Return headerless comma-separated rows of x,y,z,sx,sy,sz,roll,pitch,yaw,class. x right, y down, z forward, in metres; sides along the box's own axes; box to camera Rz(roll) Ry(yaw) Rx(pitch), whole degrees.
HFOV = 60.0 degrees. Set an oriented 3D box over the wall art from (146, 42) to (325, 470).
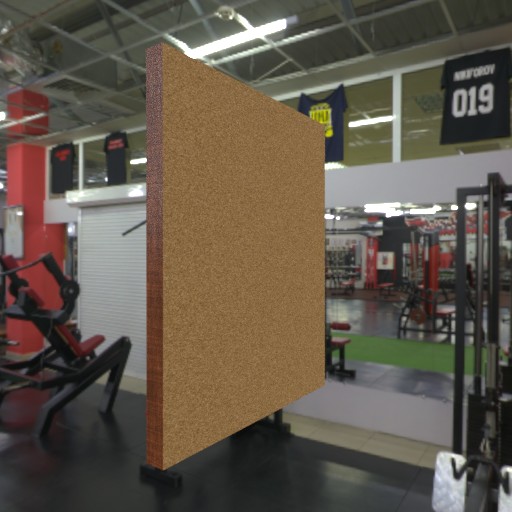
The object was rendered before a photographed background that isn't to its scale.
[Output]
0.000,0.000,0.786,0.033,0.567,0.467,0,0,36,wall art
